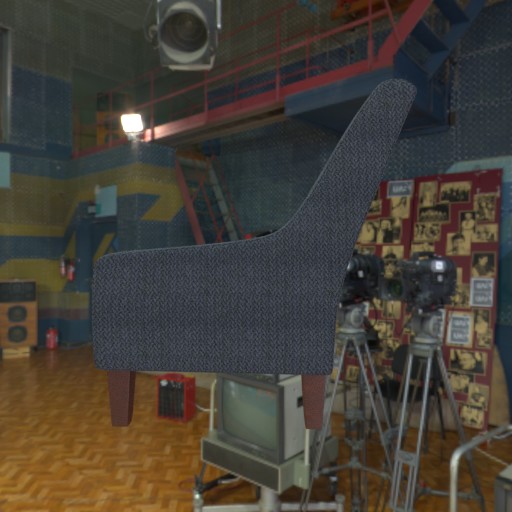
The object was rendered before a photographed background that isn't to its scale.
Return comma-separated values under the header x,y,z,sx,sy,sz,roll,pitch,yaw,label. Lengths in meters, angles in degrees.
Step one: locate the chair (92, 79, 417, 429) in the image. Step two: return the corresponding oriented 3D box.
x,y,z,sx,sy,sz,roll,pitch,yaw,label
0.000,0.000,1.649,0.944,1.012,0.793,0,0,2,chair
